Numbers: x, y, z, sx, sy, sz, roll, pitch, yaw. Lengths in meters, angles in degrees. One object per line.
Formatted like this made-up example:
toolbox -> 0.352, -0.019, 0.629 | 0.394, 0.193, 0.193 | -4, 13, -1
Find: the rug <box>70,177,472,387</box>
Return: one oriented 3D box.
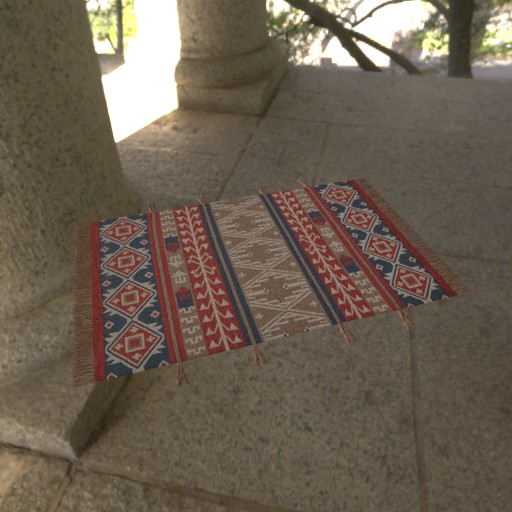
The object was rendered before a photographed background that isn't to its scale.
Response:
rug -> 0.000, 0.000, 3.080 | 2.450, 0.048, 1.778 | -11, 41, -13
